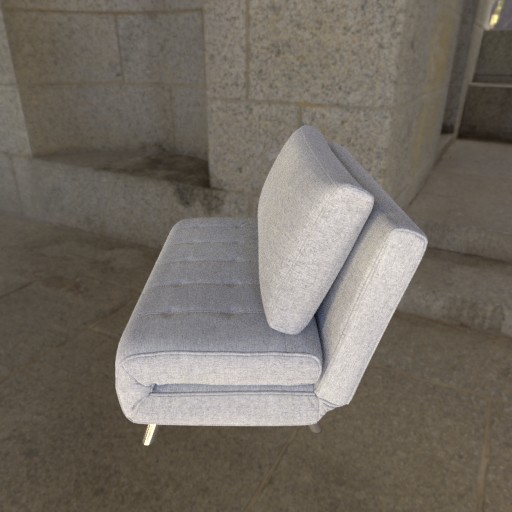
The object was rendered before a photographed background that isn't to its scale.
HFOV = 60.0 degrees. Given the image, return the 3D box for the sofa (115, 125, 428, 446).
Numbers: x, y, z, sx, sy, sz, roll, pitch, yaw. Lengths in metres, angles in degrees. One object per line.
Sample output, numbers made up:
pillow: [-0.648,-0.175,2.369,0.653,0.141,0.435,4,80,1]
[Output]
sofa: [0.000,0.000,1.845,0.910,0.910,1.220,0,25,0]
